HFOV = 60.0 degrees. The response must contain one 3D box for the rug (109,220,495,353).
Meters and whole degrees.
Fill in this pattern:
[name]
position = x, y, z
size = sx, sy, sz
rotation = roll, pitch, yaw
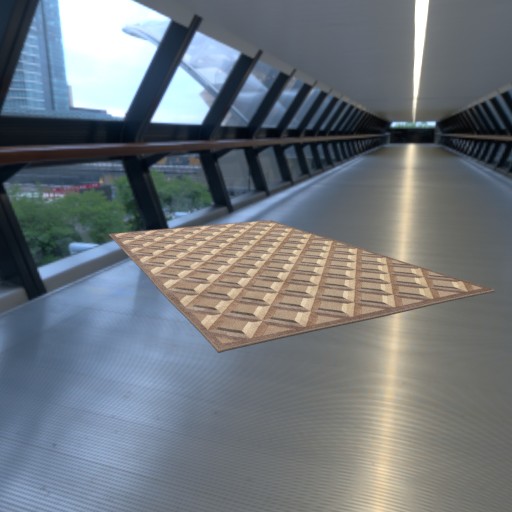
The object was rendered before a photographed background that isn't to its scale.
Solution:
[rug]
position = 0.000, 0.000, 2.072
size = 1.066, 0.011, 1.677
rotation = -7, 16, -26
